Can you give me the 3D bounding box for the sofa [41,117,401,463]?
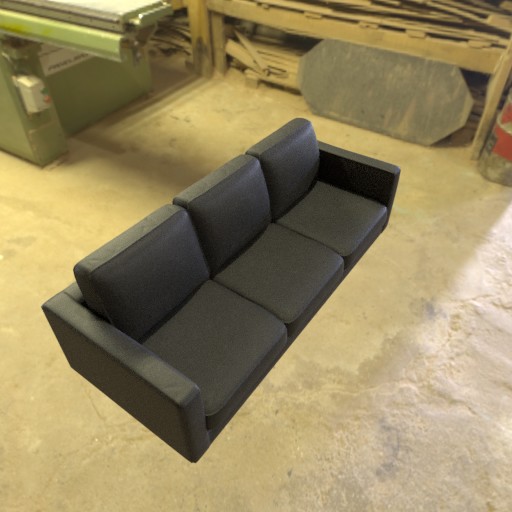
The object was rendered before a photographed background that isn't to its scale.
[{"bbox_3d":[0.000,0.000,2.511,0.879,0.899,2.029,26,48,26],"label":"sofa"}]
